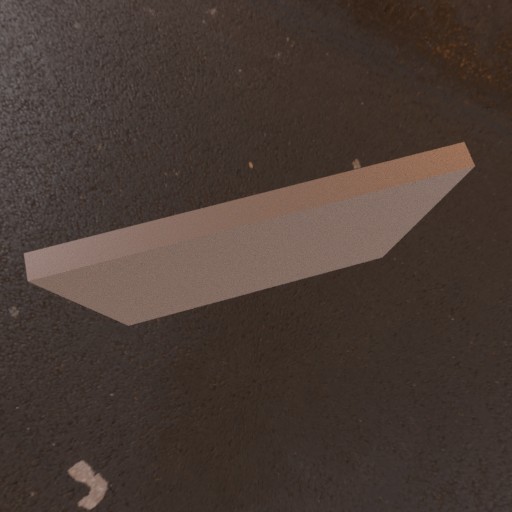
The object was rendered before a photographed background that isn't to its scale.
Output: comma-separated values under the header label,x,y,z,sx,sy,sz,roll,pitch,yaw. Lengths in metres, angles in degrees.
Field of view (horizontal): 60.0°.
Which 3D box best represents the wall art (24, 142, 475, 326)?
label,x,y,z,sx,sy,sz,roll,pitch,yaw
wall art,0.000,0.000,1.404,1.056,0.801,0.066,-15,75,-4
